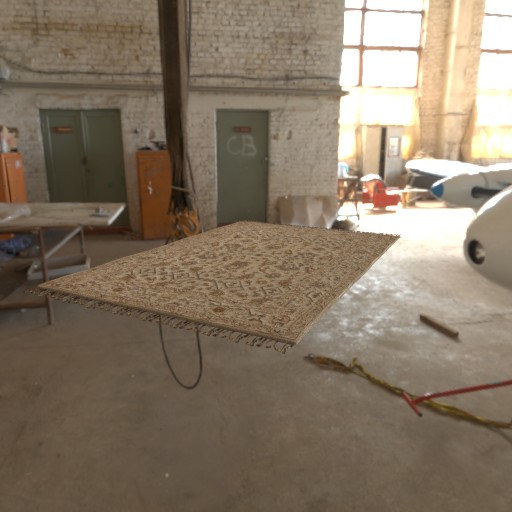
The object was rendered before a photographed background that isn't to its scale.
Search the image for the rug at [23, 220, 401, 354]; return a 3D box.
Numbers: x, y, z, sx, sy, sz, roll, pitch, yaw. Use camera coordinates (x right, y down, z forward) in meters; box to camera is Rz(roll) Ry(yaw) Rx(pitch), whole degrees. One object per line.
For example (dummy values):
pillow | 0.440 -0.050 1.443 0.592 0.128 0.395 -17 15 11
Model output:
rug | 0.000 0.000 3.030 1.529 0.027 2.434 7 16 26
